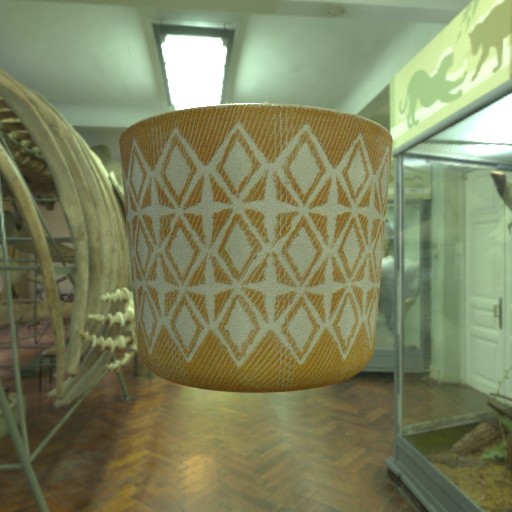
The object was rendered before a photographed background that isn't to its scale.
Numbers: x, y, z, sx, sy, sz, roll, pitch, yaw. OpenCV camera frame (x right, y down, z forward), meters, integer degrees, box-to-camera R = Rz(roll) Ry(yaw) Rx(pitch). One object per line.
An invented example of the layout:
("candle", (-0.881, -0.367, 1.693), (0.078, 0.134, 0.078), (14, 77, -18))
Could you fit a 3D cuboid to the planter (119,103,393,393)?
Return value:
("planter", (0.000, 0.000, 0.214), (0.126, 0.104, 0.126), (0, 0, 0))
